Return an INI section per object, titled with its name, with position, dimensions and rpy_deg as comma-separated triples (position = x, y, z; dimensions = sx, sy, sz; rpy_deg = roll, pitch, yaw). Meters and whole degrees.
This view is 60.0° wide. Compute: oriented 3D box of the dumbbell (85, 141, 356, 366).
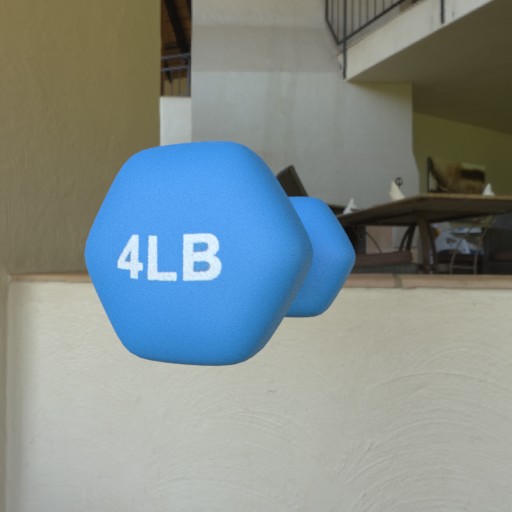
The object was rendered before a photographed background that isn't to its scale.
[dumbbell]
position = 0.000, 0.000, 0.194
dimensions = 0.074, 0.066, 0.152
rpy_deg = 0, -1, 19
